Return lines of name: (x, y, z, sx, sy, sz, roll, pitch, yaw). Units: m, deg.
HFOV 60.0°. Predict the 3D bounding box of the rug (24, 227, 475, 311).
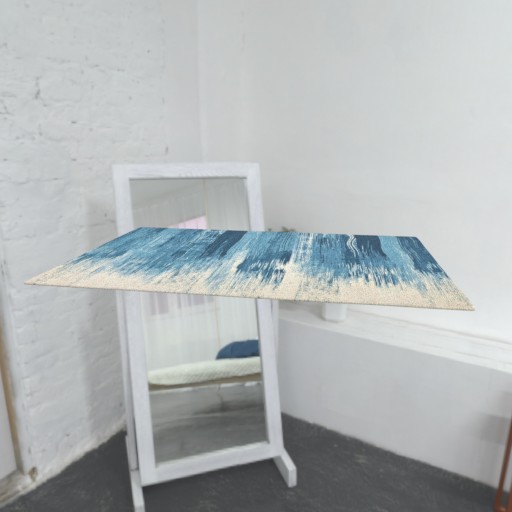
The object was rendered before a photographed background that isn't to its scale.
rug: (0.000, 0.000, 2.337, 1.836, 0.009, 1.232, 2, 15, 9)
